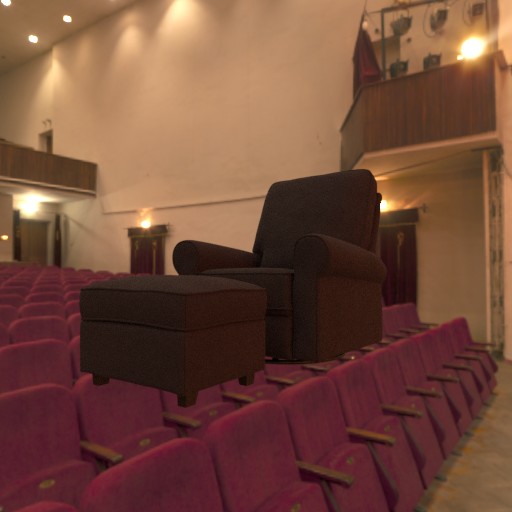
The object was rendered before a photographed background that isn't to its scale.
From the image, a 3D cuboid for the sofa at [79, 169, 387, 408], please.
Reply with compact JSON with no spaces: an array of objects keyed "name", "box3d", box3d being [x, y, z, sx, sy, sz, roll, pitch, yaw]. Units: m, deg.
[{"name":"sofa","box3d":[0.000,0.000,2.045,0.880,0.959,1.478,-1,-2,36]}]
